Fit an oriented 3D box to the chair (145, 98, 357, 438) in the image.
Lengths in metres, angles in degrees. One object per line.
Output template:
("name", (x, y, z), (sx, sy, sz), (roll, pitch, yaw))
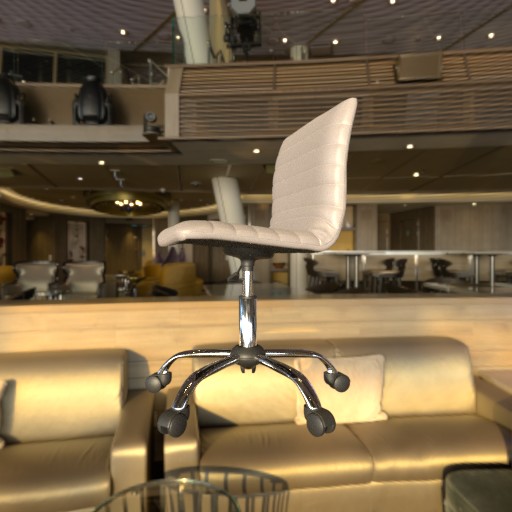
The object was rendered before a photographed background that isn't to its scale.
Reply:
("chair", (0.000, 0.000, 1.154), (0.542, 0.750, 0.569), (0, 0, -18))
